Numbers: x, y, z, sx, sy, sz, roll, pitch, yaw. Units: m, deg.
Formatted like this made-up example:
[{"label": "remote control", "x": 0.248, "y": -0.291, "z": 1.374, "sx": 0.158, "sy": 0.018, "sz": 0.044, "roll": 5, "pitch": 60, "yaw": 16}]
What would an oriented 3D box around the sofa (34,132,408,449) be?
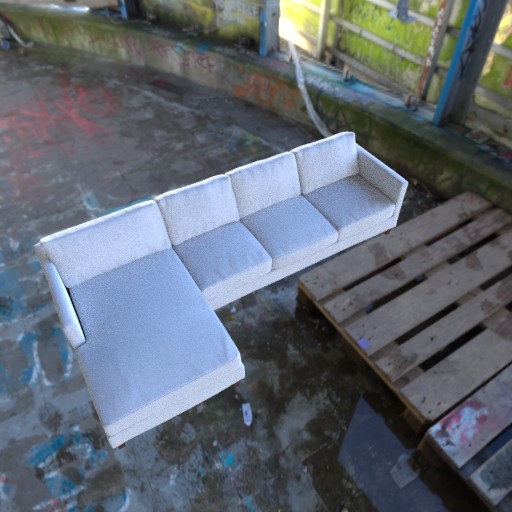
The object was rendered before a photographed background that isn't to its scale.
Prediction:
[{"label": "sofa", "x": 0.000, "y": 0.000, "z": 3.786, "sx": 3.186, "sy": 0.861, "sz": 1.625, "roll": -23, "pitch": 51, "yaw": -21}]
